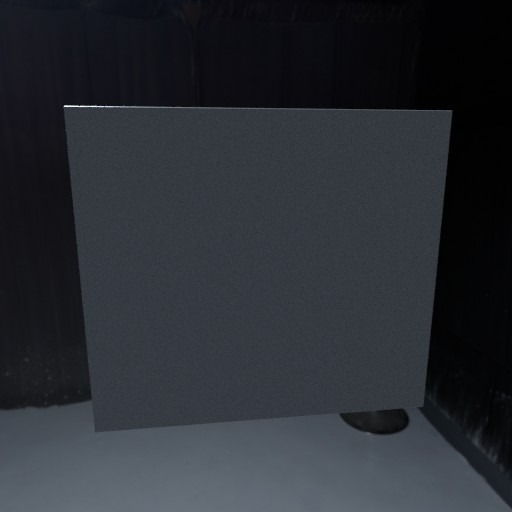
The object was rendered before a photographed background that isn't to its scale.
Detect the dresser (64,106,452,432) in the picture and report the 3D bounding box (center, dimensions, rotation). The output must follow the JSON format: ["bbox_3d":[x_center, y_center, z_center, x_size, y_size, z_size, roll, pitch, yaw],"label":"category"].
[{"bbox_3d":[0.000,0.000,1.225,0.830,0.740,0.420,-2,14,-7],"label":"dresser"}]
